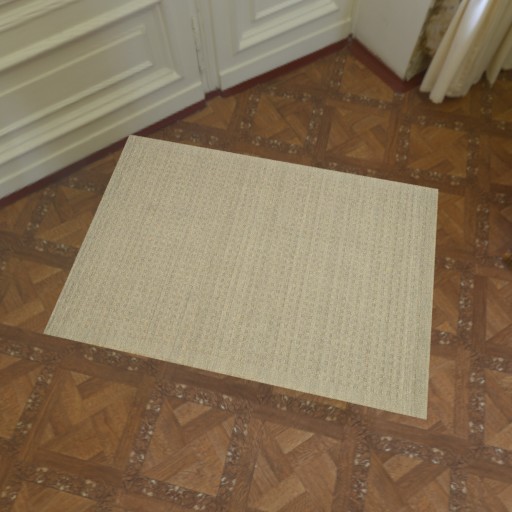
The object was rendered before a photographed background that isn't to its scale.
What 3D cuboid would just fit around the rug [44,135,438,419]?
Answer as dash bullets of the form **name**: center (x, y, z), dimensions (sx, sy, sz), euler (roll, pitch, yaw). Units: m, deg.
- **rug**: center (0.000, 0.000, 3.673), dimensions (2.895, 0.006, 1.981), euler (11, 65, 5)
